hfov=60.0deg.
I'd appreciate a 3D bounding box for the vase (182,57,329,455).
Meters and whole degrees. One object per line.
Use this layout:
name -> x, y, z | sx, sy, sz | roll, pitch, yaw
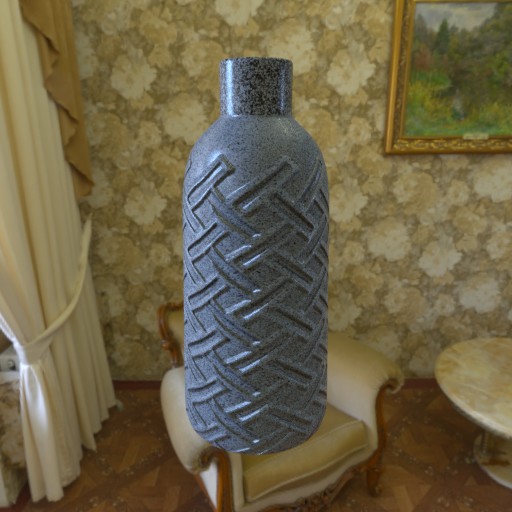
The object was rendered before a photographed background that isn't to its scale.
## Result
vase -> 0.000, 0.000, 0.349 | 0.122, 0.282, 0.122 | 0, 17, 0
